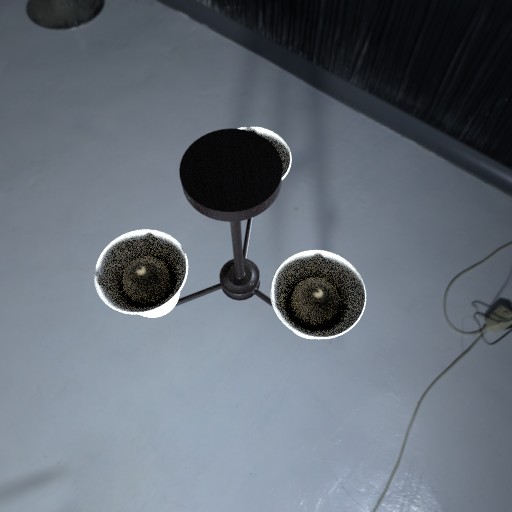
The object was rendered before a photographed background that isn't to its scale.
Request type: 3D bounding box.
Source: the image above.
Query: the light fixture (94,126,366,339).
[{"bbox_3d":[0.000,0.000,0.671,0.354,0.370,0.388,35,69,16],"label":"light fixture"}]
